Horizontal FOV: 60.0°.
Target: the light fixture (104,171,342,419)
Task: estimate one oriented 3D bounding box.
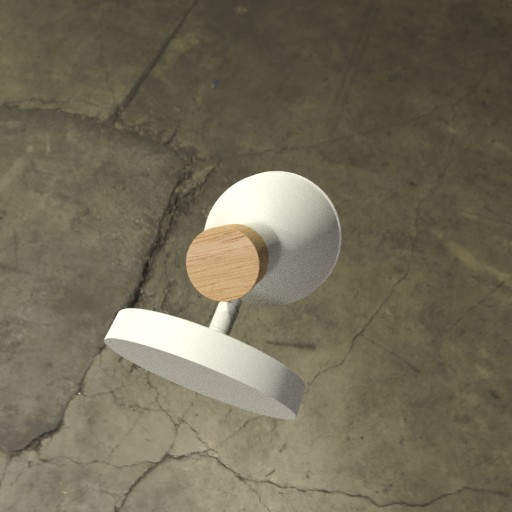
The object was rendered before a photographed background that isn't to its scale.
[{"bbox_3d":[0.000,0.000,0.338,0.127,0.199,0.209,18,65,9],"label":"light fixture"}]
